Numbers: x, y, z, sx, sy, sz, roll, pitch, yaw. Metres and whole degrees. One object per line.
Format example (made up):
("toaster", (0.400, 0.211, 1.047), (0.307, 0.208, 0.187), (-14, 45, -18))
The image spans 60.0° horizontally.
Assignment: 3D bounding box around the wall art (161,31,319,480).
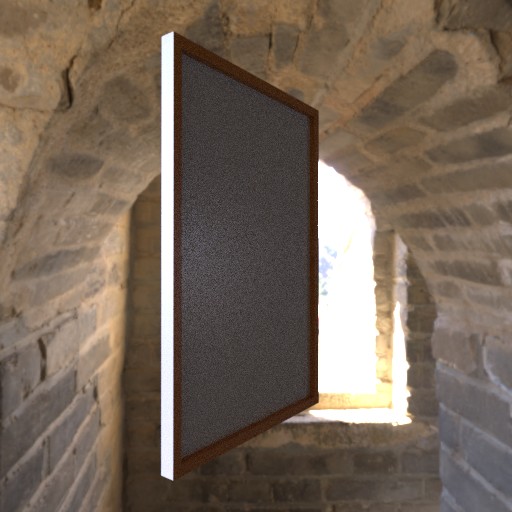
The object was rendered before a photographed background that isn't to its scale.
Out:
("wall art", (0.000, 0.000, 0.767), (0.025, 0.608, 0.405), (0, 0, 37))
